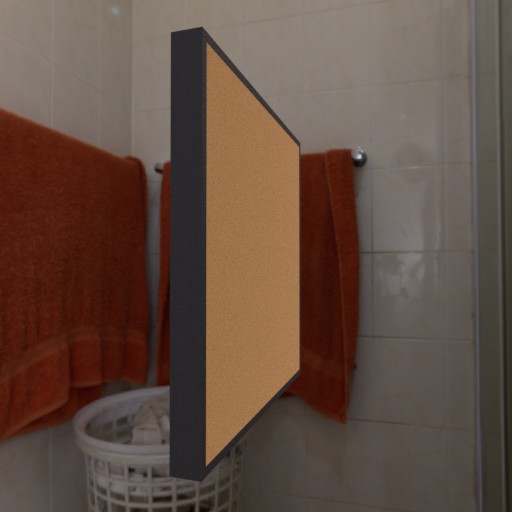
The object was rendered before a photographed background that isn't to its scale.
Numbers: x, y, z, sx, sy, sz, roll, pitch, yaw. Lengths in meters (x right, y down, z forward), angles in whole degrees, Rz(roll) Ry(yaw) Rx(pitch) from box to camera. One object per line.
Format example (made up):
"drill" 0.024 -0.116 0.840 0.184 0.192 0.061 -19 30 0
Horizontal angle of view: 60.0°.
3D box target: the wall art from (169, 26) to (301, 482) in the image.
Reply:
"wall art" 0.000 0.000 0.743 0.040 0.509 0.509 0 -1 18
